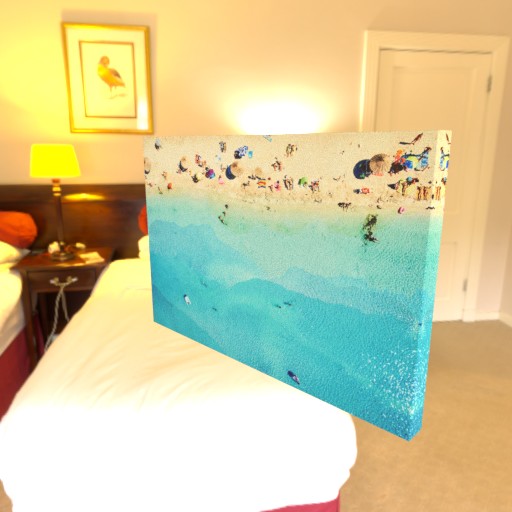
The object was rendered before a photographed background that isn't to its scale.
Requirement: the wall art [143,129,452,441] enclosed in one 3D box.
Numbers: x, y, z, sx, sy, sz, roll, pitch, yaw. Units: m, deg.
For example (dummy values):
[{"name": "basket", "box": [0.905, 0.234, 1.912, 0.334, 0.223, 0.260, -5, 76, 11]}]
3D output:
[{"name": "wall art", "box": [0.000, 0.000, 0.767, 0.609, 0.406, 0.039, 13, 19, 42]}]
